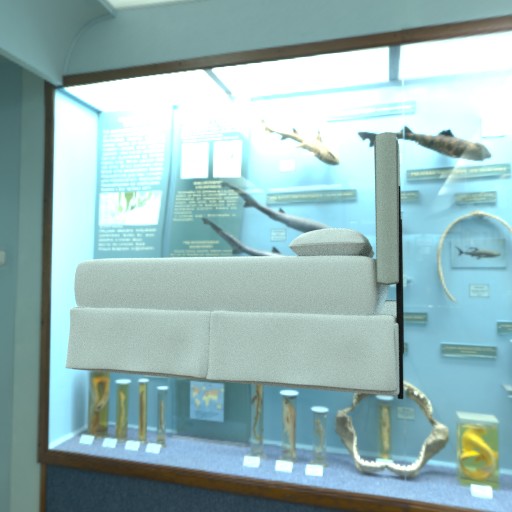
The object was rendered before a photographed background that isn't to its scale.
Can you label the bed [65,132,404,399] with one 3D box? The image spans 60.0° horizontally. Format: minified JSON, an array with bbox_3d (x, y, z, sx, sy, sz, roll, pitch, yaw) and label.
[{"bbox_3d":[0.000,0.000,3.480,2.180,1.607,1.813,-1,-3,19],"label":"bed"}]
